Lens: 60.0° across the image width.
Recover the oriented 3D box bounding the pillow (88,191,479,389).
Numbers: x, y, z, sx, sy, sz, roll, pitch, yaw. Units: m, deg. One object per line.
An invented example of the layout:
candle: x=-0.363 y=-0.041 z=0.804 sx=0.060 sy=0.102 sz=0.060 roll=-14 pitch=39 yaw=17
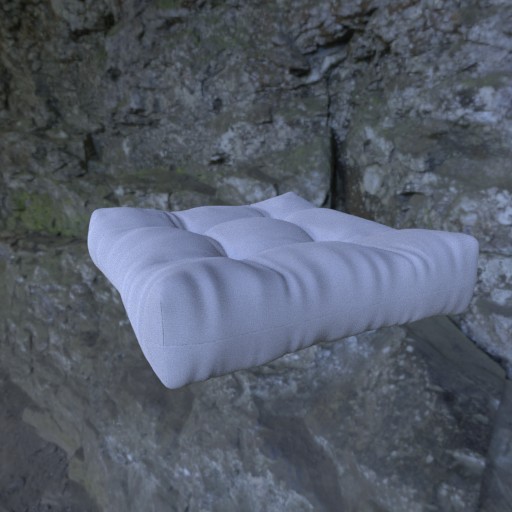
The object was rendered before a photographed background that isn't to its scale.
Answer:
pillow: x=0.000 y=0.000 z=0.717 sx=0.468 sy=0.128 sz=0.490 roll=-8 pitch=18 yaw=-26
